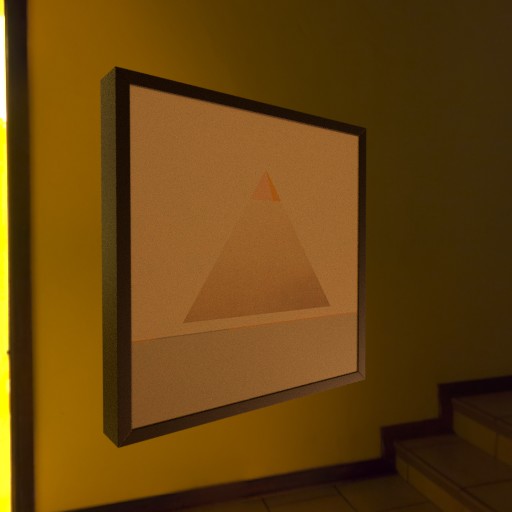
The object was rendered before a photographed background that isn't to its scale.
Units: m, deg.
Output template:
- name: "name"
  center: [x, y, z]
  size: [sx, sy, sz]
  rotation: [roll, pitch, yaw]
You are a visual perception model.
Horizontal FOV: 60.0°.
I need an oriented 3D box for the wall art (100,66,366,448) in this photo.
- name: "wall art"
  center: [0.000, 0.000, 0.457]
  size: [0.304, 0.303, 0.037]
  rotation: [-1, 2, -37]
